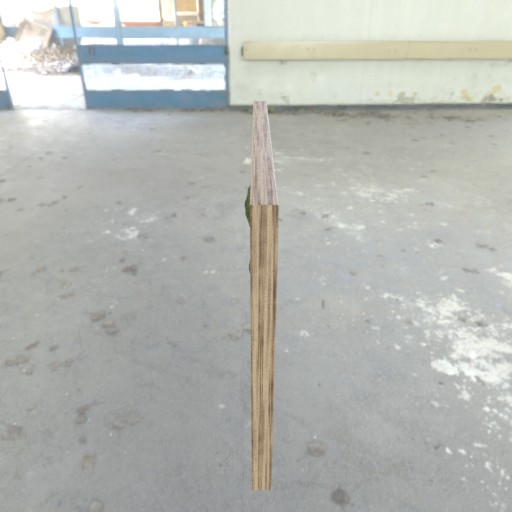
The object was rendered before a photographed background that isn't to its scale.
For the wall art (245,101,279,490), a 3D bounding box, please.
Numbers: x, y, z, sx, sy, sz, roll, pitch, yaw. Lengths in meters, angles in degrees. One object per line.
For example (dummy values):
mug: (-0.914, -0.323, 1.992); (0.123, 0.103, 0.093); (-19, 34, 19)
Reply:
wall art: (0.000, 0.000, 1.112); (0.063, 0.609, 0.841); (0, 28, 0)
